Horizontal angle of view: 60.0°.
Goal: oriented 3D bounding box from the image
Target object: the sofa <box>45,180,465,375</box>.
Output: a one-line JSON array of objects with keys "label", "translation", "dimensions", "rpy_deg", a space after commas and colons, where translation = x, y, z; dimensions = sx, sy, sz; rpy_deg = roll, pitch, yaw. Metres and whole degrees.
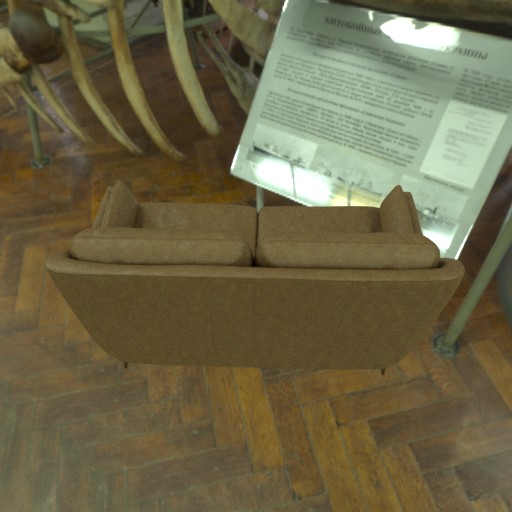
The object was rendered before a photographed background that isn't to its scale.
[{"label": "sofa", "translation": [0.000, 0.000, 2.287], "dimensions": [1.731, 0.886, 0.981], "rpy_deg": [1, 47, 1]}]
